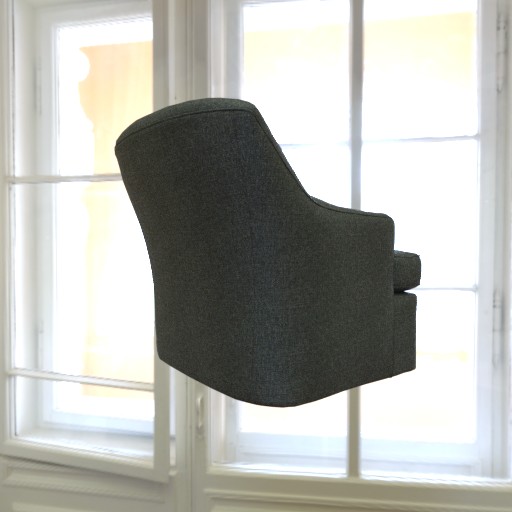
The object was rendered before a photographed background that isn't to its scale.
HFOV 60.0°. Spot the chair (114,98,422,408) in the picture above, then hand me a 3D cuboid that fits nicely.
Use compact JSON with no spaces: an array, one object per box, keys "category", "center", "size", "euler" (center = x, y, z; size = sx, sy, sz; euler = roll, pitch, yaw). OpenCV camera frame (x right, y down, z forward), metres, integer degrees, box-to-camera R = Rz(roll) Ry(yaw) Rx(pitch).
[{"category":"chair","center":[0.000,0.000,1.604],"size":[0.923,0.856,0.864],"euler":[-1,2,-36]}]
